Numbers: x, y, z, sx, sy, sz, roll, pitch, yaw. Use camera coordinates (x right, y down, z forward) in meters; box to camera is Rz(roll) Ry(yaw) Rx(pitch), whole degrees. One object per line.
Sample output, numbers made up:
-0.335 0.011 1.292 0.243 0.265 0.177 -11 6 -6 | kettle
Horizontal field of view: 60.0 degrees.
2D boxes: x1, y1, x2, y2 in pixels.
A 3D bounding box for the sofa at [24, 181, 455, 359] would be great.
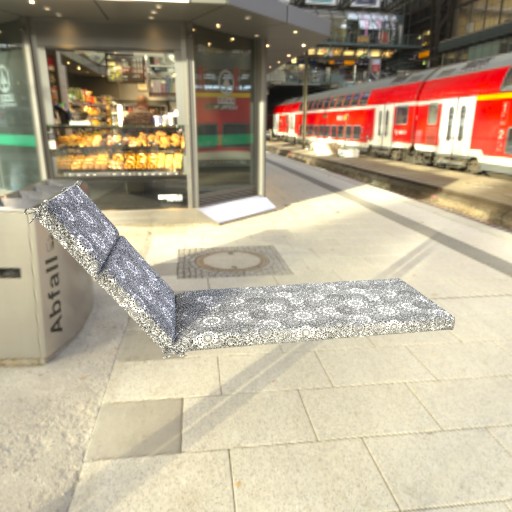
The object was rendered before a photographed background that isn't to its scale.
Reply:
0.000 0.000 1.937 1.663 0.622 0.582 -3 17 -9 | sofa
